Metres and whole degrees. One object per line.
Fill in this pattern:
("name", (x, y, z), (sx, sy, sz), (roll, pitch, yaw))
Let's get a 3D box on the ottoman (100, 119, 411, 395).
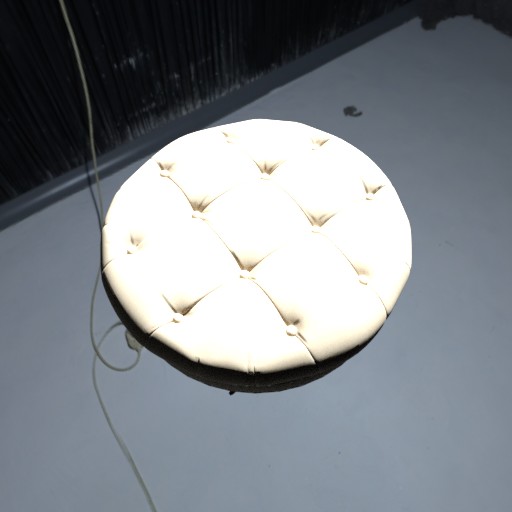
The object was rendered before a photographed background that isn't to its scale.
("ottoman", (0.000, 0.000, 1.418), (0.901, 0.439, 0.901), (0, 59, 0))
